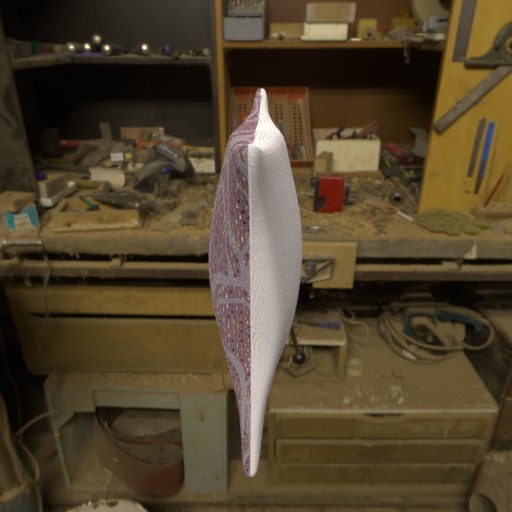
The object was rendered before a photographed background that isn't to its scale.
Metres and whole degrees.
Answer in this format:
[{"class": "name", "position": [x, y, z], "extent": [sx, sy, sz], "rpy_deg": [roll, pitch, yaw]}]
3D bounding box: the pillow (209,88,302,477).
[{"class": "pillow", "position": [0.000, 0.000, 0.794], "extent": [0.163, 0.513, 0.514], "rpy_deg": [1, 27, 2]}]
